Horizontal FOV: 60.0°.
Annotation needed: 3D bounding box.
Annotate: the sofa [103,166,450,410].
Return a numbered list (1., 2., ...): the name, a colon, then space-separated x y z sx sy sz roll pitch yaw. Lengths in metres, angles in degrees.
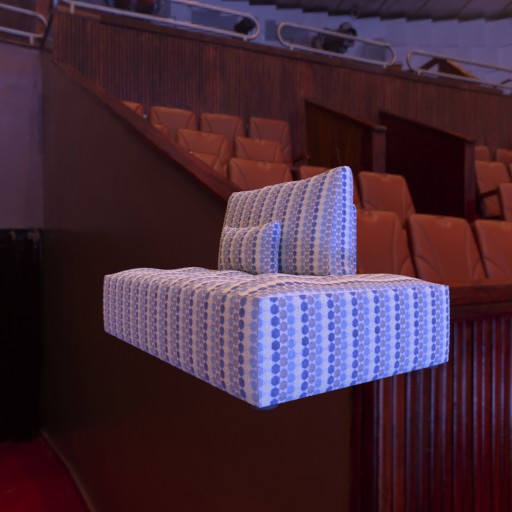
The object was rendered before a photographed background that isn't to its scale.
1. sofa: 0.000 0.000 2.028 1.000 0.820 1.450 0 1 -35
